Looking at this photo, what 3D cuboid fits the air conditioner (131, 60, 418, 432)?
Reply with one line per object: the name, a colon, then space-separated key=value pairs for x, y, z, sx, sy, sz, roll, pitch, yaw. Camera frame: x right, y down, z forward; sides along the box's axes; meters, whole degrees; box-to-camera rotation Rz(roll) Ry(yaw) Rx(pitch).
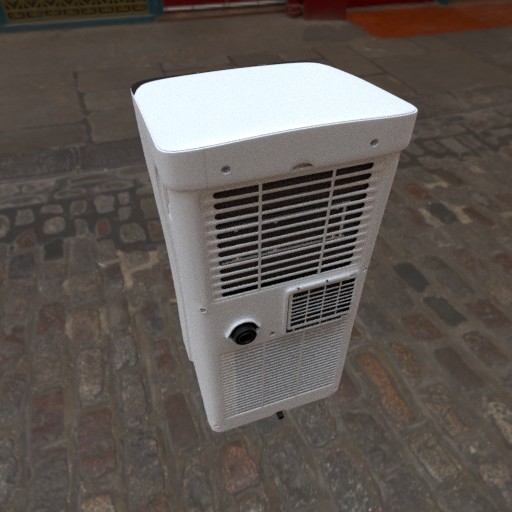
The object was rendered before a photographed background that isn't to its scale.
air conditioner: x=0.000 y=0.000 z=0.891 sx=0.352 sy=0.716 sz=0.369 roll=-13 pitch=43 yaw=-15
